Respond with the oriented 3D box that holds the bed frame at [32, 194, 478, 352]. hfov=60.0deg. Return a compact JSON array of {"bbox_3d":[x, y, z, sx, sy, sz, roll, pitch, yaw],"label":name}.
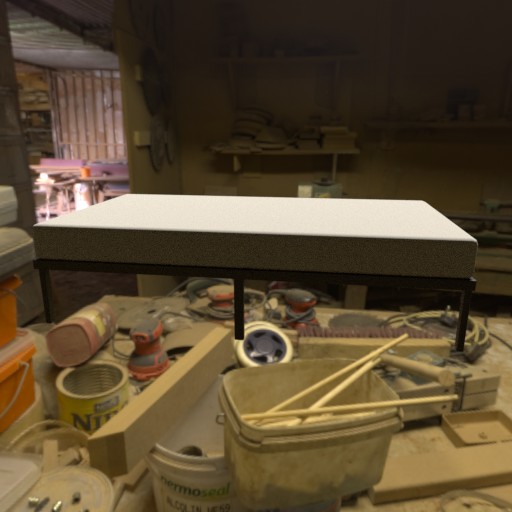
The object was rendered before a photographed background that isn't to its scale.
[{"bbox_3d":[0.000,0.000,3.273,2.635,0.680,1.393,2,16,8],"label":"bed frame"}]
